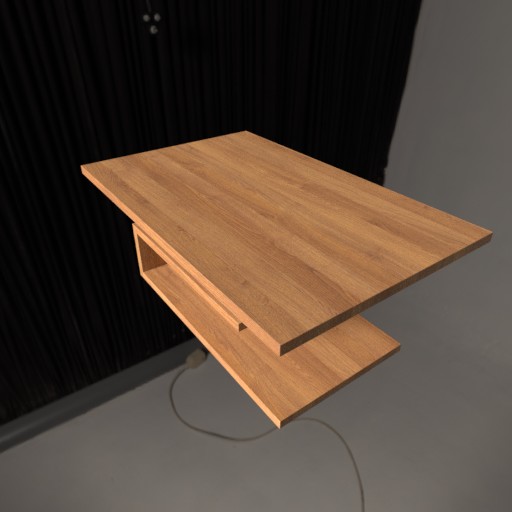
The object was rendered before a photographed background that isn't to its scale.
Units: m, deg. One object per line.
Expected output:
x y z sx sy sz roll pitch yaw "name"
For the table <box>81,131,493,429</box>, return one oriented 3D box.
0.000 0.000 1.451 0.700 0.442 1.100 -21 38 -30 "table"
